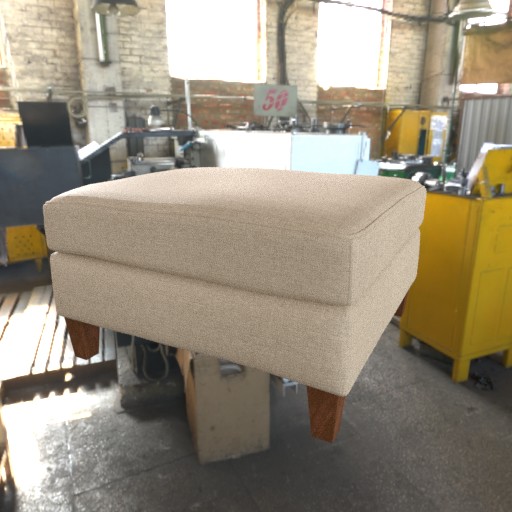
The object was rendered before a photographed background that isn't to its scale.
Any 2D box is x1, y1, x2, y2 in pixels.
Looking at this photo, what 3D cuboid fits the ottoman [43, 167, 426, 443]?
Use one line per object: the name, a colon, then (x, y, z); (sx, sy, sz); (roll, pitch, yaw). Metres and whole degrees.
ottoman: (0.000, 0.000, 1.337); (0.838, 0.503, 0.838); (9, 18, 27)
